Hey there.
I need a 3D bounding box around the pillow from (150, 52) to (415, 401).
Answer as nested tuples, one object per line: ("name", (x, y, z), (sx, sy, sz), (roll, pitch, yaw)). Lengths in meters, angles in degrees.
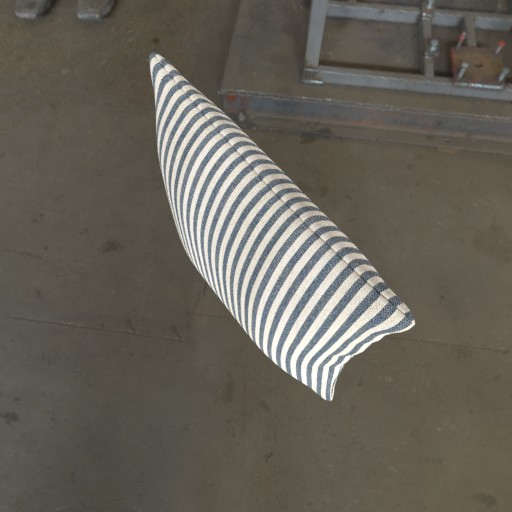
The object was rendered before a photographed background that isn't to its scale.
("pillow", (0.000, 0.000, 0.776), (0.166, 0.510, 0.523), (-35, 69, -16))
